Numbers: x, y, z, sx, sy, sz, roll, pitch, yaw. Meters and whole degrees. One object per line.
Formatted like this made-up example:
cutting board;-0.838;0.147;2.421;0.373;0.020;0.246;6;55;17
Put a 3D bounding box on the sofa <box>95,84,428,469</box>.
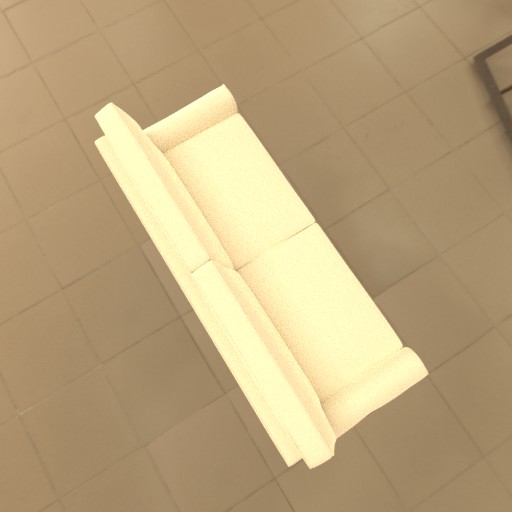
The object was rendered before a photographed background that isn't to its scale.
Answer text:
sofa;0.000;0.000;2.454;0.862;0.937;2.021;-31;77;-8
